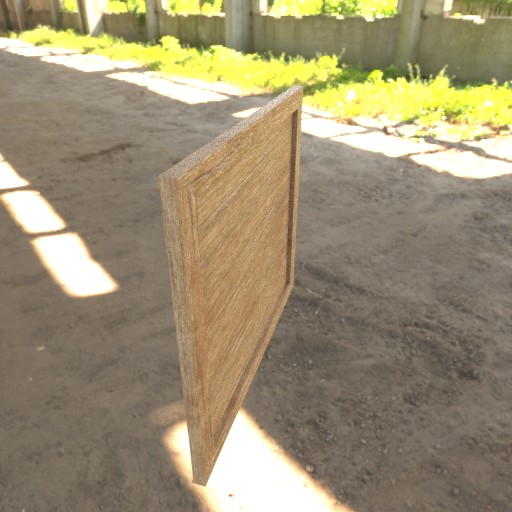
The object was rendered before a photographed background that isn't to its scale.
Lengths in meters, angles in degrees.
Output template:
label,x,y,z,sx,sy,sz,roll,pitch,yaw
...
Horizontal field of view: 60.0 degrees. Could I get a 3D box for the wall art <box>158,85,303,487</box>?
label,x,y,z,sx,sy,sz,roll,pitch,yaw
wall art,0.000,0.000,0.949,0.026,0.588,0.690,9,31,15
